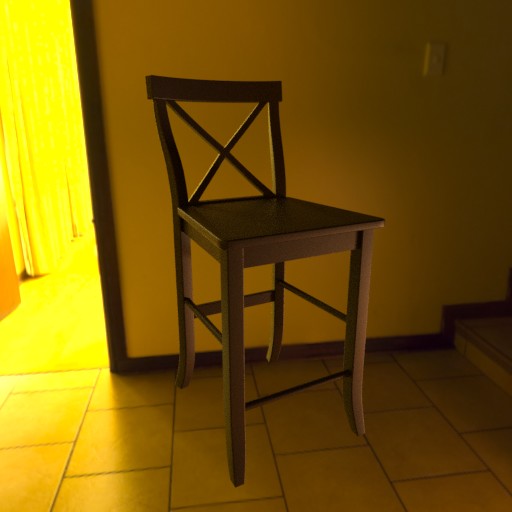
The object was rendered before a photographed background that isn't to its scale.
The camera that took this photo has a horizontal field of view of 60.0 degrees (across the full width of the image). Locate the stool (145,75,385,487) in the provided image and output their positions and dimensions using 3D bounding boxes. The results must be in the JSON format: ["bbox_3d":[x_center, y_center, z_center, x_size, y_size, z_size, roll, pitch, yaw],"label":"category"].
[{"bbox_3d":[0.000,0.000,1.281,0.452,0.989,0.559,-9,19,-27],"label":"stool"}]
